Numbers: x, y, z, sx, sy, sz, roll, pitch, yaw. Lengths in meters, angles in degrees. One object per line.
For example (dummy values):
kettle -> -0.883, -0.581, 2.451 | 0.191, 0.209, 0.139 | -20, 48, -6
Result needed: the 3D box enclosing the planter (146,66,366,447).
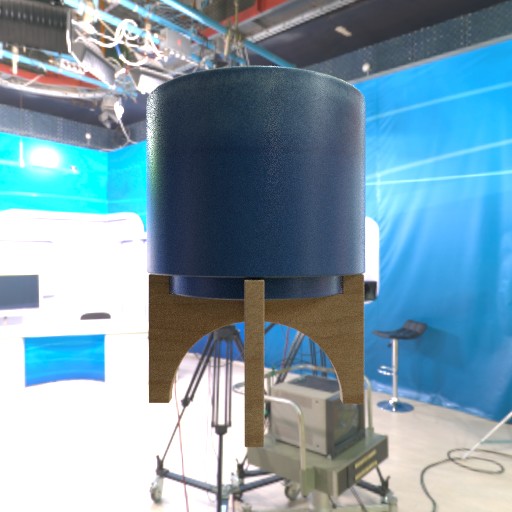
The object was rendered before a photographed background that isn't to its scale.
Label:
planter -> 0.000, 0.000, 0.401 | 0.192, 0.263, 0.192 | 0, 0, 0
